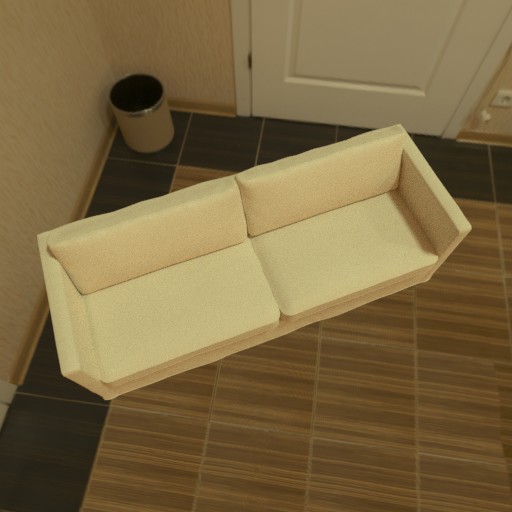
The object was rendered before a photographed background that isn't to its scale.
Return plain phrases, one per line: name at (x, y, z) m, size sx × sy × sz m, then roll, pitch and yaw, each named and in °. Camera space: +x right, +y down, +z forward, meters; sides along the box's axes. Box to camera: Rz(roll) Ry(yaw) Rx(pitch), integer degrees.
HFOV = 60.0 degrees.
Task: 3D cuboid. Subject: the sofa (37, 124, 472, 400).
sofa at (0.000, 0.000, 3.247) m, size 2.779 × 0.999 × 1.036 m, roll -19°, pitch 65°, yaw -9°
